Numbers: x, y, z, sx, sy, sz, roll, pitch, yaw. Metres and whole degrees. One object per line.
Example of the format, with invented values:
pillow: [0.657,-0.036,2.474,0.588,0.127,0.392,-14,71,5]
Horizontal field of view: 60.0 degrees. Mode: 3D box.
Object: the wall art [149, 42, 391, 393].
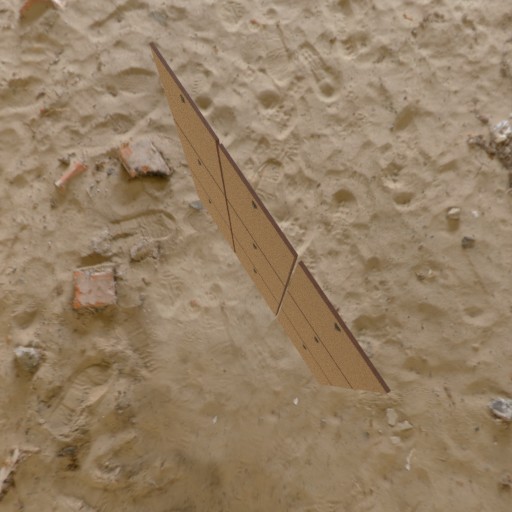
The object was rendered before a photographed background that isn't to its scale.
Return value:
wall art: [0.000,0.000,1.819,0.019,1.218,1.221,-31,77,-8]
